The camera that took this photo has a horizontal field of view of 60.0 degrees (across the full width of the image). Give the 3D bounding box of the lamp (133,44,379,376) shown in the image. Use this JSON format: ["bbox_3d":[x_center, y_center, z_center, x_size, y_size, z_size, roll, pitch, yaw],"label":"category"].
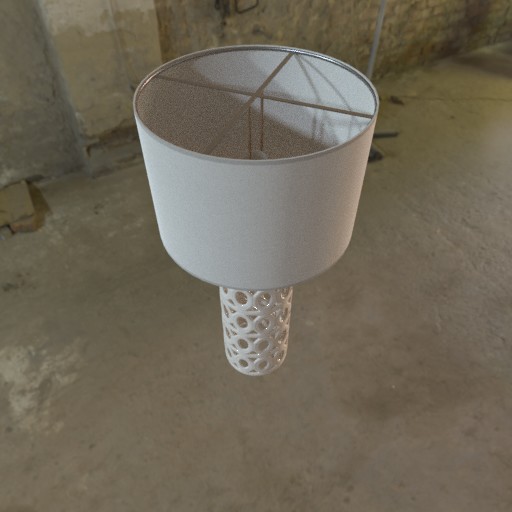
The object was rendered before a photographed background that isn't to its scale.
[{"bbox_3d":[0.000,0.000,0.825,0.324,0.636,0.325,16,48,15],"label":"lamp"}]
